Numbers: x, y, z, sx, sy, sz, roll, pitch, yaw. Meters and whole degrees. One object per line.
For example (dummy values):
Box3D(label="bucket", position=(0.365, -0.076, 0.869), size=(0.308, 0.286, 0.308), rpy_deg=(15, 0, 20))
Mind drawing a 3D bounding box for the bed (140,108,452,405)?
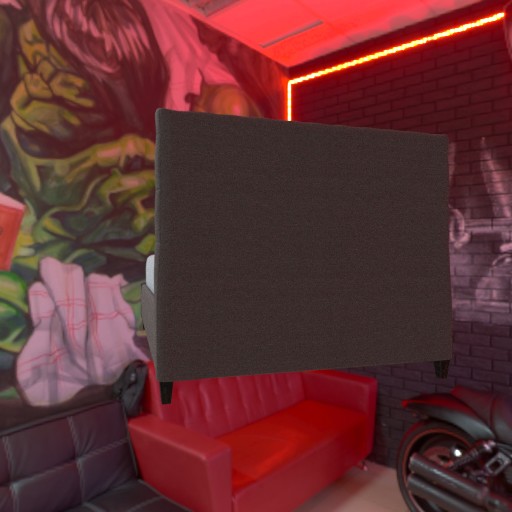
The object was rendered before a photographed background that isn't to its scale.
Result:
Box3D(label="bed", position=(0.000, 0.000, 3.465), size=(1.698, 1.427, 2.387), rpy_deg=(0, 0, -17))
